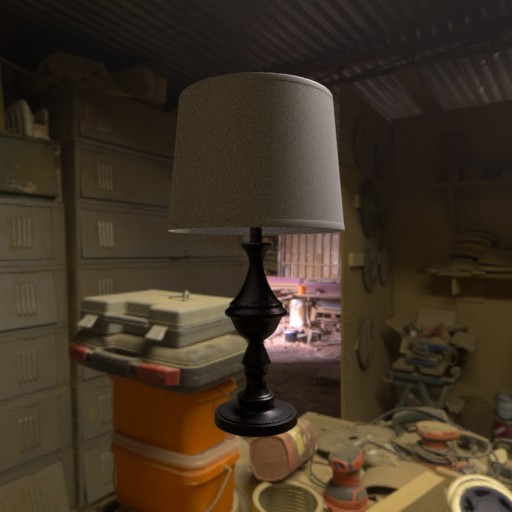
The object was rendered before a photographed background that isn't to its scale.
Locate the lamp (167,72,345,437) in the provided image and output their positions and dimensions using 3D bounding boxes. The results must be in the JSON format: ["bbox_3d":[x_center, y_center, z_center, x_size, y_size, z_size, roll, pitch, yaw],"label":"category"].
[{"bbox_3d":[0.000,0.000,0.977,0.383,0.726,0.383,0,1,0],"label":"lamp"}]
